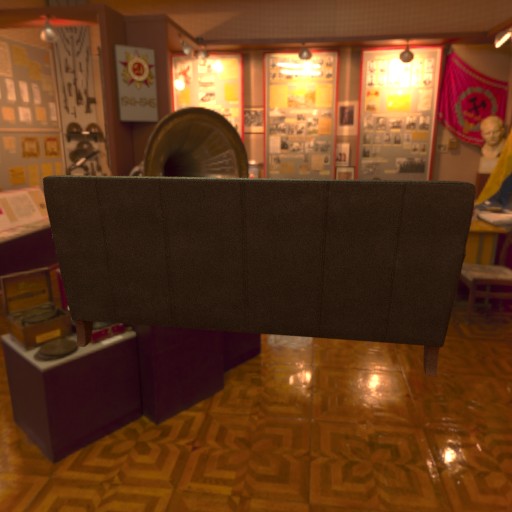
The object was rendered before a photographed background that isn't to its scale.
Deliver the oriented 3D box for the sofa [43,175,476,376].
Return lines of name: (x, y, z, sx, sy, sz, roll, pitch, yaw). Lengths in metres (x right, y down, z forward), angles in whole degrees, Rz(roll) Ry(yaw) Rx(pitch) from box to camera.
sofa: (0.000, 0.000, 2.539, 2.053, 0.947, 0.805, 3, 15, 9)
